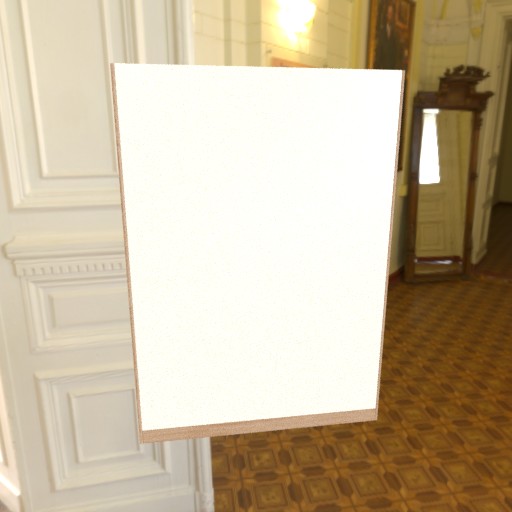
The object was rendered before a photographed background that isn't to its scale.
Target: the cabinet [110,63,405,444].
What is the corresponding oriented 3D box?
[{"bbox_3d":[0.000,0.000,2.779,1.500,2.120,0.590,-2,15,-9],"label":"cabinet"}]
